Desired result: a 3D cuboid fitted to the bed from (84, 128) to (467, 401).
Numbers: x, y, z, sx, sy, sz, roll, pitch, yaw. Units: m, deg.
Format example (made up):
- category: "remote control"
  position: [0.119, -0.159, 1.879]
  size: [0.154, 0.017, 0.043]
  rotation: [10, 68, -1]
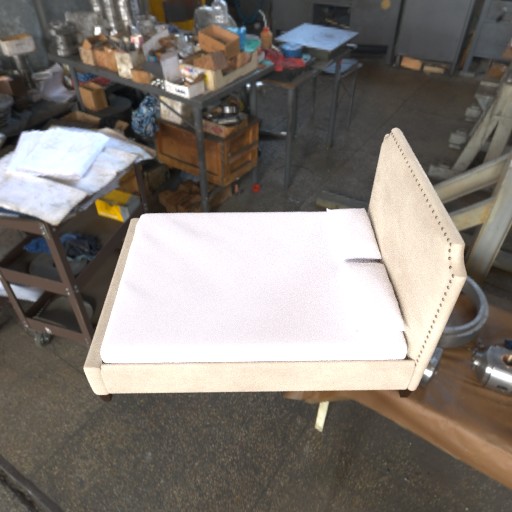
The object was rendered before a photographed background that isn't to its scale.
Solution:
- category: "bed"
  position: [0.000, 0.000, 3.454]
  size: [2.372, 1.443, 1.712]
  rotation: [-1, 42, -1]
